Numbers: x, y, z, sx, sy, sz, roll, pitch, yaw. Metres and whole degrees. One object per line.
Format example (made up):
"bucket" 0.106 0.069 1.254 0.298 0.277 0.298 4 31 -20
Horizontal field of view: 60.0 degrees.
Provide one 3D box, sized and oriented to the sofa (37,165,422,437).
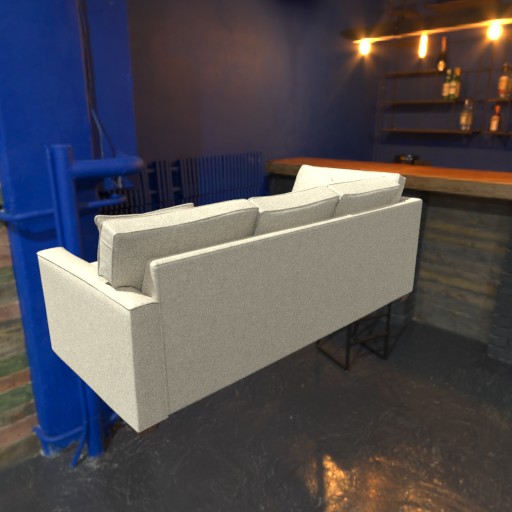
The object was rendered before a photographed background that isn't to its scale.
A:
"sofa" 0.000 0.000 2.831 2.323 0.948 1.053 -15 23 -41
